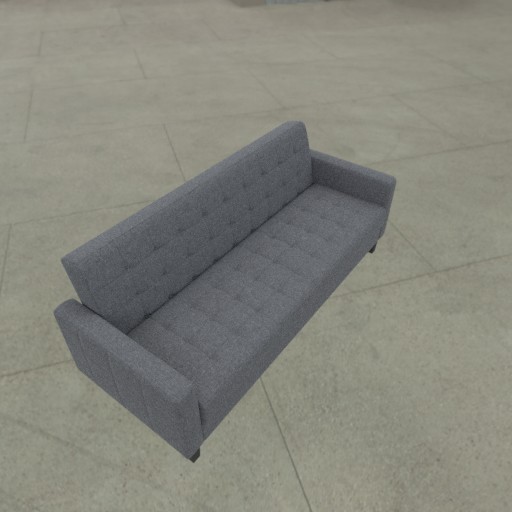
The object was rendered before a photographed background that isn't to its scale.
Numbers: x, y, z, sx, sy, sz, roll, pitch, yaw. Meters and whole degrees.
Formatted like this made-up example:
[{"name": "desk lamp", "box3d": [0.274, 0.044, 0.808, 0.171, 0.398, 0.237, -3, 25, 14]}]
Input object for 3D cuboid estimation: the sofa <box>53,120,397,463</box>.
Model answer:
[{"name": "sofa", "box3d": [0.000, 0.000, 2.532, 0.810, 0.850, 2.040, 26, 47, 27]}]
